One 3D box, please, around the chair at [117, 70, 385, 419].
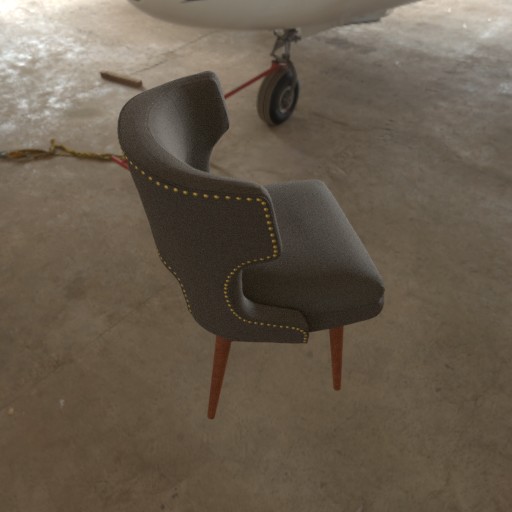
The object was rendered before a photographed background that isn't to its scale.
[{"bbox_3d":[0.000,0.000,1.241,0.581,0.863,0.595,-10,45,-10],"label":"chair"}]
